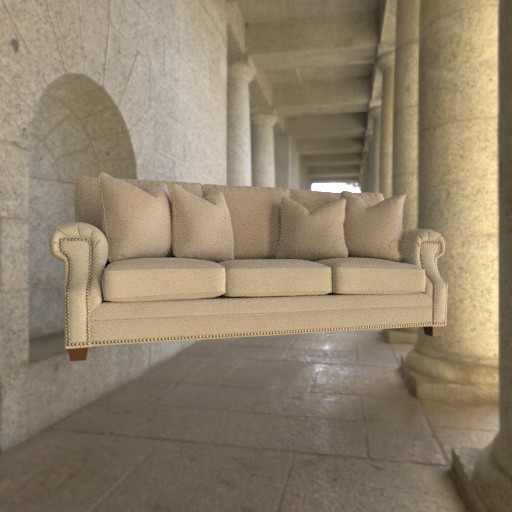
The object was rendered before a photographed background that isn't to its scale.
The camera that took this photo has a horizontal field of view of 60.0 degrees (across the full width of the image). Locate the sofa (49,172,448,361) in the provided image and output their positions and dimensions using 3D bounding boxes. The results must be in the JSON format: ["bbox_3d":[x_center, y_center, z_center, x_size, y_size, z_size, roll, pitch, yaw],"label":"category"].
[{"bbox_3d":[0.000,0.000,2.803,2.312,0.975,0.965,0,0,-18],"label":"sofa"}]
